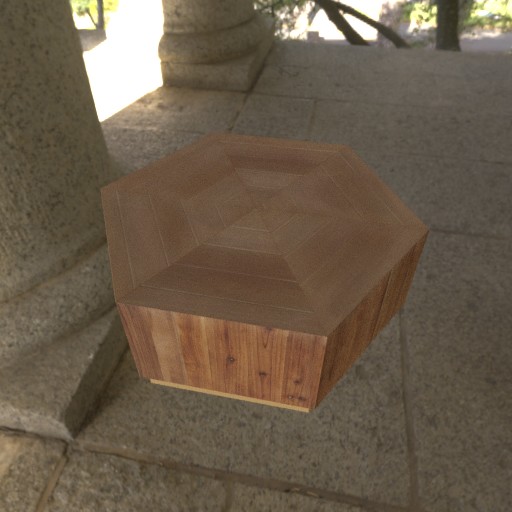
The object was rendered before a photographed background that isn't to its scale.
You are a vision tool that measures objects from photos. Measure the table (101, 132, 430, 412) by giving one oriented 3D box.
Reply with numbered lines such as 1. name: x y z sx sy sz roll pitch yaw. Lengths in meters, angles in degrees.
1. table: 0.000 0.000 1.682 1.000 0.456 1.154 -13 44 -13
